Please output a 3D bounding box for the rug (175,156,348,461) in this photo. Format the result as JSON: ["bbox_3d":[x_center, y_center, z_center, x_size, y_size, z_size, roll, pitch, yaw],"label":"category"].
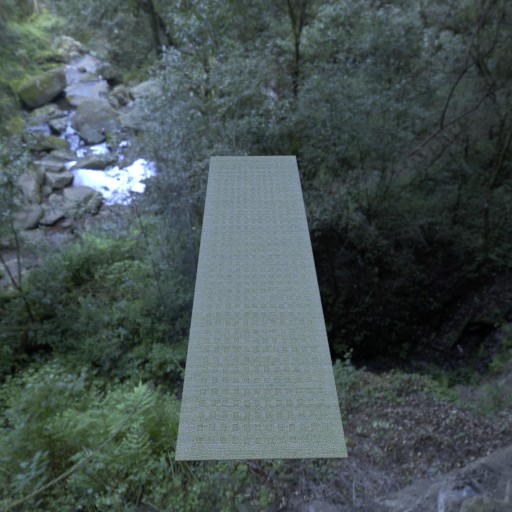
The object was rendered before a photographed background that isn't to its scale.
[{"bbox_3d":[0.000,0.000,2.670,0.686,0.006,2.437,-1,41,-1],"label":"rug"}]
